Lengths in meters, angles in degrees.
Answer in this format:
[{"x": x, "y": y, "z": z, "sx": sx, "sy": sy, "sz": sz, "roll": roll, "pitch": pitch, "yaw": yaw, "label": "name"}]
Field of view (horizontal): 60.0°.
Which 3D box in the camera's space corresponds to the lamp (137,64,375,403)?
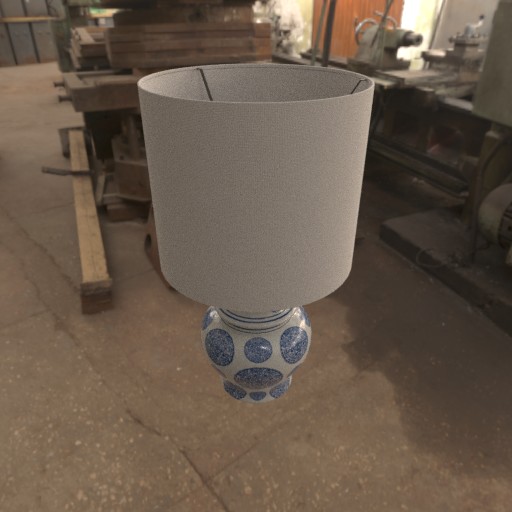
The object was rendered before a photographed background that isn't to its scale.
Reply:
[{"x": 0.000, "y": 0.000, "z": 0.507, "sx": 0.215, "sy": 0.381, "sz": 0.215, "roll": -21, "pitch": 36, "yaw": -31, "label": "lamp"}]
